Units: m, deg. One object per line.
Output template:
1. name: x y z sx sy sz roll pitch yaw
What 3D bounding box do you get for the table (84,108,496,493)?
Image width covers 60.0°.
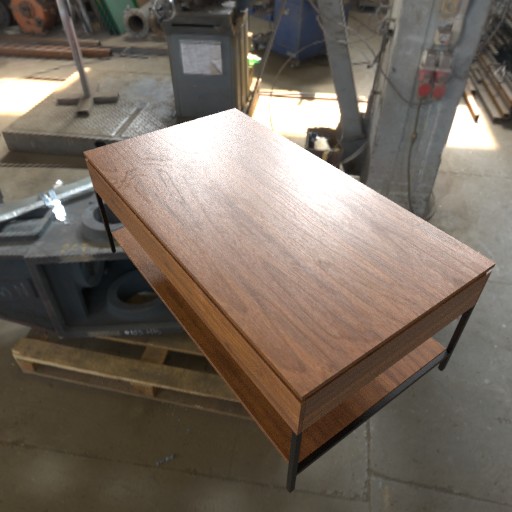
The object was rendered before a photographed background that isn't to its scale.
1. table: 0.000 0.000 1.333 0.574 0.414 1.057 -26 47 -26
